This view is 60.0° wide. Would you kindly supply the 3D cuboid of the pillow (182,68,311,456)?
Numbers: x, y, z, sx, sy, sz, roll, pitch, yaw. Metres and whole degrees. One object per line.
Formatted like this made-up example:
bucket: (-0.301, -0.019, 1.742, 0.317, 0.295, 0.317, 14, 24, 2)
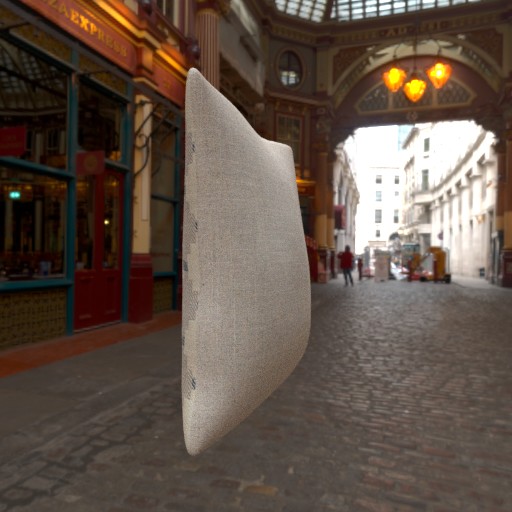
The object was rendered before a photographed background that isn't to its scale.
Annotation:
pillow: (0.000, 0.000, 0.885, 0.192, 0.558, 0.578, 0, 0, 18)
